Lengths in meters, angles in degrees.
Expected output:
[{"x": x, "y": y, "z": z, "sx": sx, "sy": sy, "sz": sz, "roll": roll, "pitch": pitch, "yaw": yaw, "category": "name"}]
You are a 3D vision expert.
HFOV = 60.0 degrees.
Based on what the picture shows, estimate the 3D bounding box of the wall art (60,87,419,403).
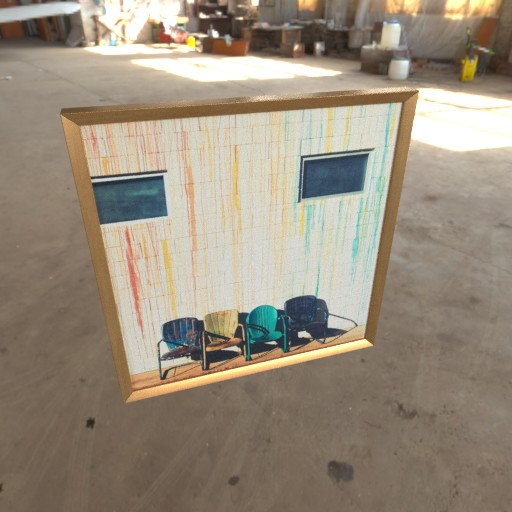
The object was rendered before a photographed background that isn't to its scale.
[{"x": 0.000, "y": 0.000, "z": 0.443, "sx": 0.302, "sy": 0.302, "sz": 0.019, "roll": -9, "pitch": 32, "yaw": -15, "category": "wall art"}]
